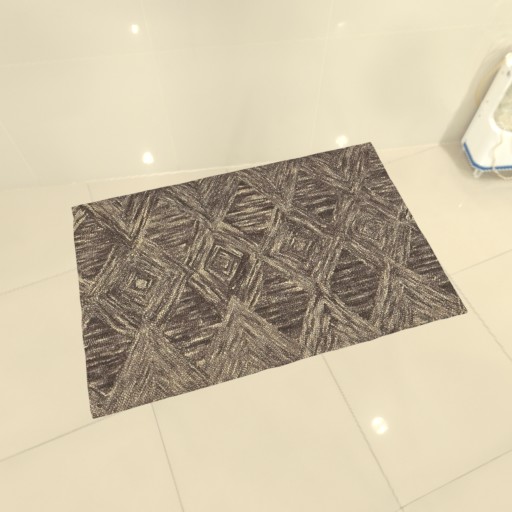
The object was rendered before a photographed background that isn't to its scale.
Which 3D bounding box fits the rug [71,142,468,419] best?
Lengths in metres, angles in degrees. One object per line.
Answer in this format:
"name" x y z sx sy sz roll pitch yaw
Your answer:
"rug" 0.000 0.000 2.316 1.814 0.012 1.186 -14 60 -8
